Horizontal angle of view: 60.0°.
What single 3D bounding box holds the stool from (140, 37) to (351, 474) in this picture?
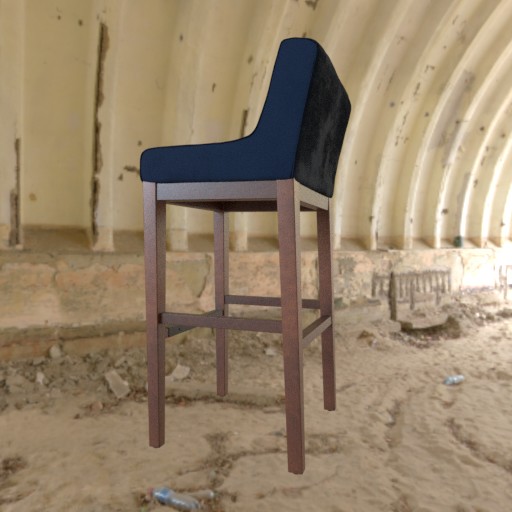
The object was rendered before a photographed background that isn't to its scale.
[{"bbox_3d":[0.000,0.000,1.330,0.500,1.037,0.511,1,2,20],"label":"stool"}]
